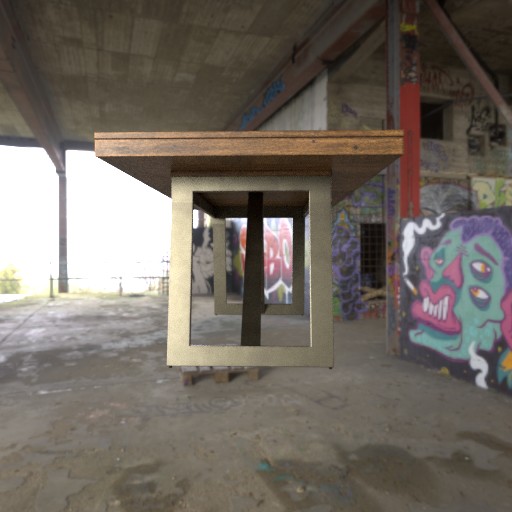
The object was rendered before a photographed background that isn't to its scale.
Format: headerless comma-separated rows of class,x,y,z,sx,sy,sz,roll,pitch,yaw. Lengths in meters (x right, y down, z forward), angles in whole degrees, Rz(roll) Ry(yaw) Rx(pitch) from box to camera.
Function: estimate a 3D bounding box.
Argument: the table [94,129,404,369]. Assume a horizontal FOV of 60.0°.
table,0.000,0.000,2.153,0.931,0.757,1.641,0,0,2
